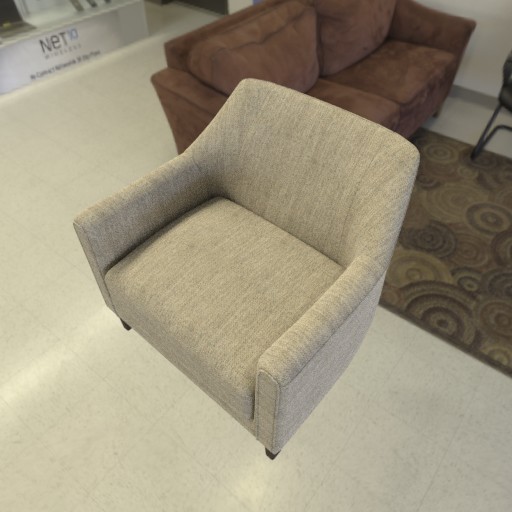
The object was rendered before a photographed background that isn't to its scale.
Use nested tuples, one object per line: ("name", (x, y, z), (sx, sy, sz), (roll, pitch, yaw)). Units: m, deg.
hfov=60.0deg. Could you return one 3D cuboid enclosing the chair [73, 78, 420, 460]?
("chair", (0.000, 0.000, 1.415), (0.796, 0.761, 0.758), (33, 55, 26))
